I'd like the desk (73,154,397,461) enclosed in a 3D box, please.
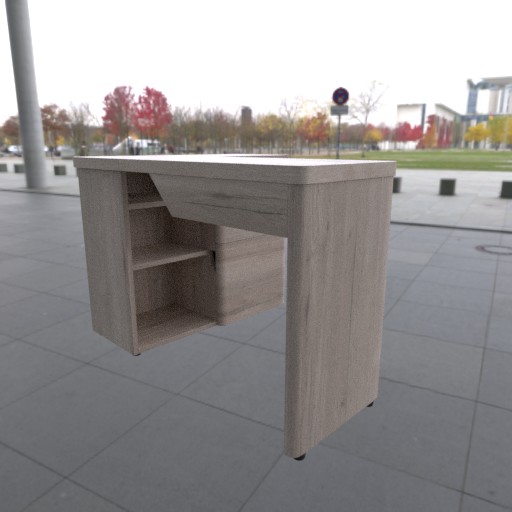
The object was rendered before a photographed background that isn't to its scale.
[{"bbox_3d":[0.000,0.000,1.749,1.169,0.760,0.900,13,19,43],"label":"desk"}]
